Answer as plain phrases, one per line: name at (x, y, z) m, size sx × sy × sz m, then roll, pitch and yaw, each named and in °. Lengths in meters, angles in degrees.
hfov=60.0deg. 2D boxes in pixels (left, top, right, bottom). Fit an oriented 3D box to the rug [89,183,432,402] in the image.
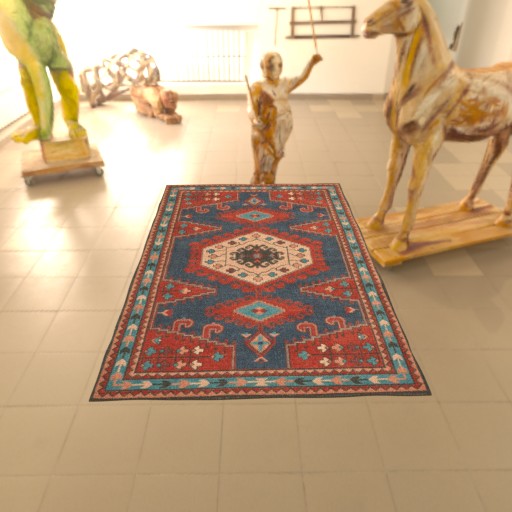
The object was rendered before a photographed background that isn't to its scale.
rug at (0.000, 0.000, 2.306) m, size 1.207 × 0.012 × 1.820 m, roll -1°, pitch 33°, yaw -1°
